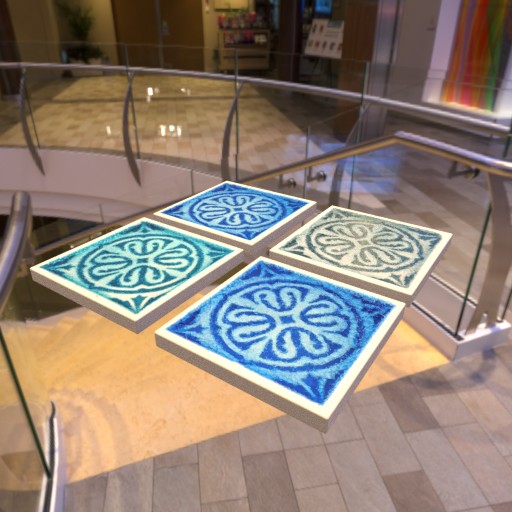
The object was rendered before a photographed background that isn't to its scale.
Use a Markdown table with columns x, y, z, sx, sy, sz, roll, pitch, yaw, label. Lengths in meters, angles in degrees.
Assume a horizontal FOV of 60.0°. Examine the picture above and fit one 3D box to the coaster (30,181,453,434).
| x | y | z | sx | sy | sz | roll | pitch | yaw | label |
| --- | --- | --- | --- | --- | --- | --- | --- | --- | --- |
| 0.000 | 0.000 | 0.319 | 0.219 | 0.010 | 0.214 | 18 | 34 | 30 | coaster |
